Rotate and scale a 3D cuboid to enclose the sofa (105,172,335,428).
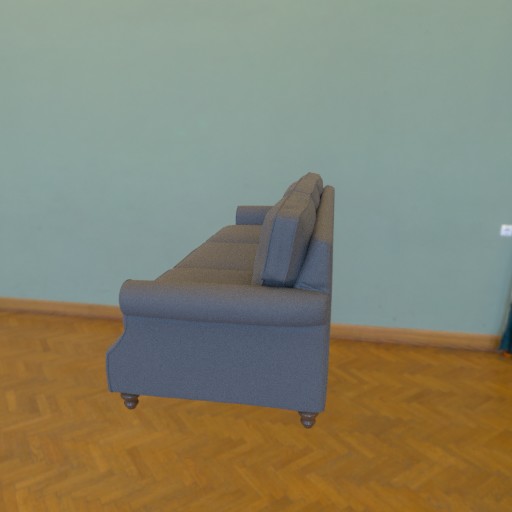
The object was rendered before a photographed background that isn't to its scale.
[{"bbox_3d":[0.000,0.000,2.824,0.966,0.948,2.353,3,15,10],"label":"sofa"}]
